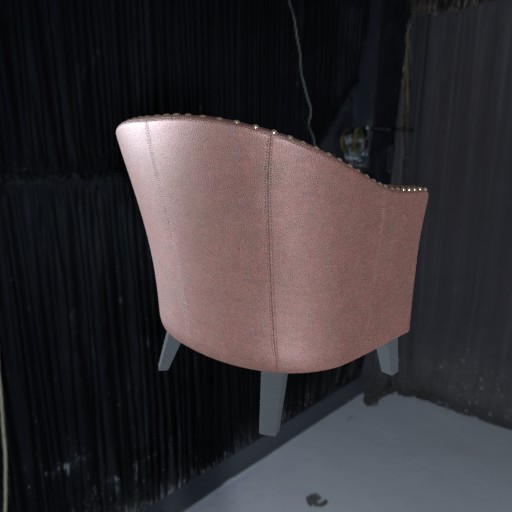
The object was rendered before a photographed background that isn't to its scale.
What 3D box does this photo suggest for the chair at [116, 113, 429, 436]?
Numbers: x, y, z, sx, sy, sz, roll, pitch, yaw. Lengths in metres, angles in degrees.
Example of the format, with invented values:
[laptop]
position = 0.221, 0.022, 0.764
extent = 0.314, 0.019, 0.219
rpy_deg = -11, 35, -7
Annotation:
[chair]
position = 0.000, 0.000, 1.410
extent = 0.748, 0.823, 0.794
rpy_deg = -13, 19, -43
